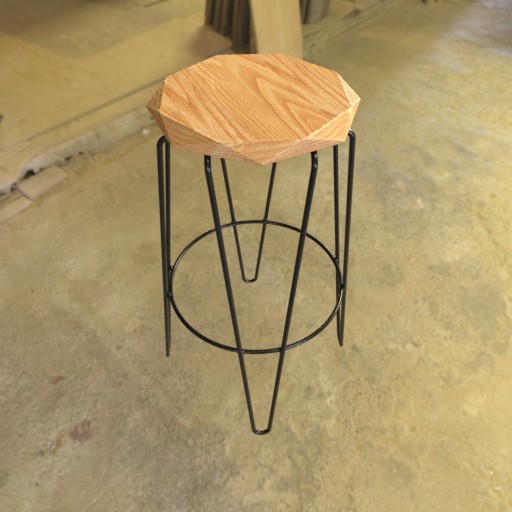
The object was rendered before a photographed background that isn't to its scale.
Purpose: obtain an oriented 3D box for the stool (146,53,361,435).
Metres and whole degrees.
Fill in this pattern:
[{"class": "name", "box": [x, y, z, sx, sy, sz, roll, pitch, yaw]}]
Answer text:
[{"class": "stool", "box": [0.000, 0.000, 0.790, 0.326, 0.610, 0.326, 33, 54, 27]}]
